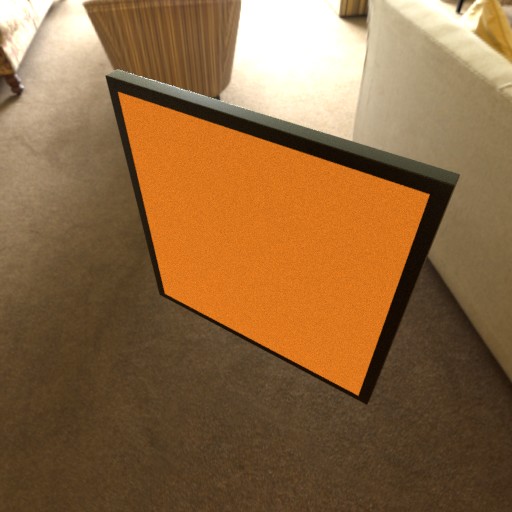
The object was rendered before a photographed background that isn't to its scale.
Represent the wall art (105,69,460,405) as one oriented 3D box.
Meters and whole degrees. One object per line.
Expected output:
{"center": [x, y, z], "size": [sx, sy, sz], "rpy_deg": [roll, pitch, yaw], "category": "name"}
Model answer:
{"center": [0.000, 0.000, 1.117], "size": [0.755, 0.761, 0.038], "rpy_deg": [24, 51, 21], "category": "wall art"}
